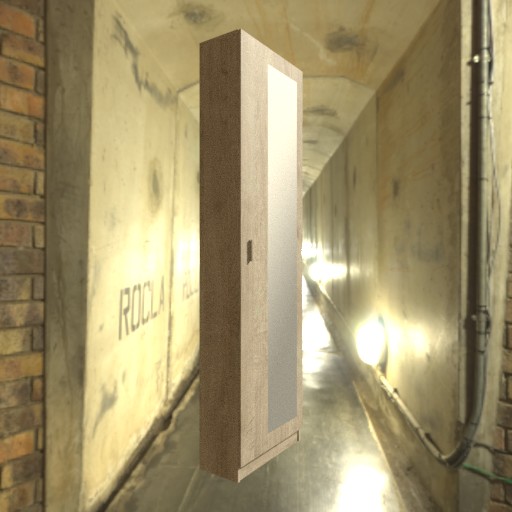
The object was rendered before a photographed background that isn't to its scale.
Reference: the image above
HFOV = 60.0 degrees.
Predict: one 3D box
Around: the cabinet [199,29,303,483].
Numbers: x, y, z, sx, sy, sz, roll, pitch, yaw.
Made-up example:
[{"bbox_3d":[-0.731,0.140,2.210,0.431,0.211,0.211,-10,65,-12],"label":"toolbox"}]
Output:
[{"bbox_3d":[0.000,0.000,2.003,0.230,1.790,0.500,0,0,35],"label":"cabinet"}]
